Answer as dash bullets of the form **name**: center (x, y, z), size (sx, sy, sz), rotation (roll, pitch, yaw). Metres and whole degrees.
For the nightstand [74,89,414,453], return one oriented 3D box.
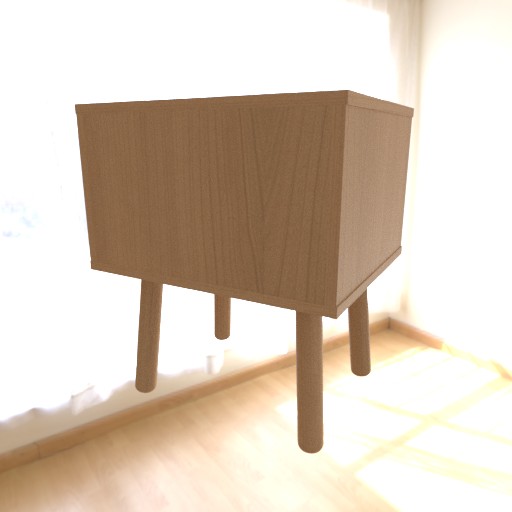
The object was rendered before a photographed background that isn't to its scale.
- **nightstand**: center (0.000, 0.000, 0.827), size (0.450, 0.530, 0.380), rotation (8, 17, 28)
